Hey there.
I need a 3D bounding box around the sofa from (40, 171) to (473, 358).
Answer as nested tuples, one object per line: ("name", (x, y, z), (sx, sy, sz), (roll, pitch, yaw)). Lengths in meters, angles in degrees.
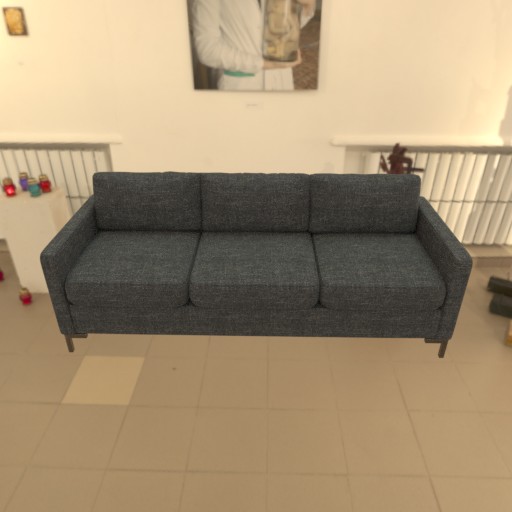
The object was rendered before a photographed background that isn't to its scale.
("sofa", (0.000, 0.000, 2.699), (2.218, 0.874, 0.859), (1, 30, 1))
